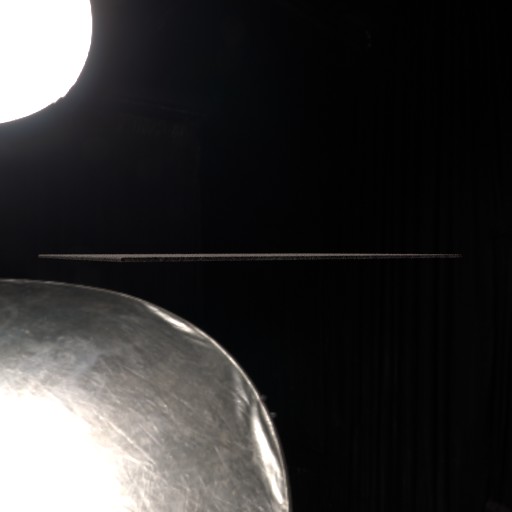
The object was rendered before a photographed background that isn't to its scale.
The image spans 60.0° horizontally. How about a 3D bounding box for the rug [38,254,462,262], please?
[{"bbox_3d":[0.000,0.000,2.867,2.298,0.017,1.501,0,1,-36],"label":"rug"}]
